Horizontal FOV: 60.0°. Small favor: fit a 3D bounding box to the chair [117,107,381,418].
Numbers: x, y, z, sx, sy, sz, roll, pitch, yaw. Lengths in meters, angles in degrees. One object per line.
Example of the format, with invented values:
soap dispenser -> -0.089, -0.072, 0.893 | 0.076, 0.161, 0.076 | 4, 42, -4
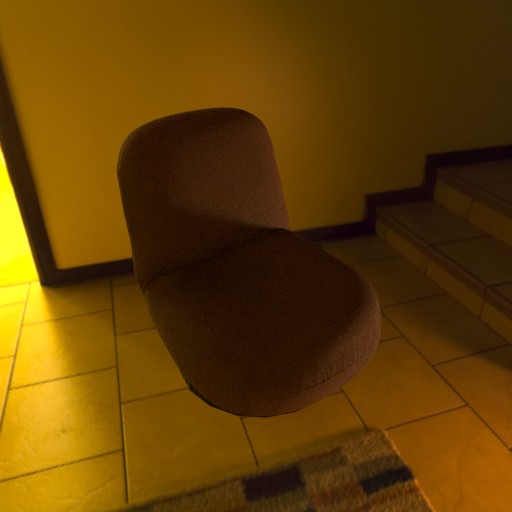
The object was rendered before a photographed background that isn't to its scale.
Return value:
chair -> 0.000, 0.000, 1.055 | 0.521, 0.594, 0.597 | -21, 36, -32
